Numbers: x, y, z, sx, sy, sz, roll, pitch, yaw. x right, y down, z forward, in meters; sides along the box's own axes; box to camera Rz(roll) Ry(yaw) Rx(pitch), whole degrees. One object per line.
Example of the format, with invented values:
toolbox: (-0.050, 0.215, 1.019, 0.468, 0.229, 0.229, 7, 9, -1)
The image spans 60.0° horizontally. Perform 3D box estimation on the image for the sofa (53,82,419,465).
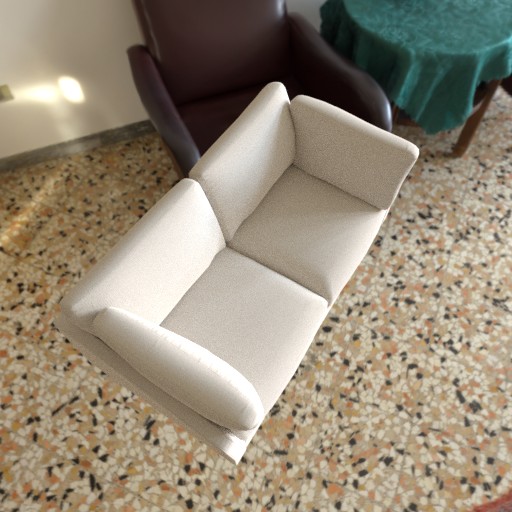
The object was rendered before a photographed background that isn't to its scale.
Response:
sofa: (0.000, 0.000, 2.311, 0.970, 0.836, 1.776, 28, 62, 17)
